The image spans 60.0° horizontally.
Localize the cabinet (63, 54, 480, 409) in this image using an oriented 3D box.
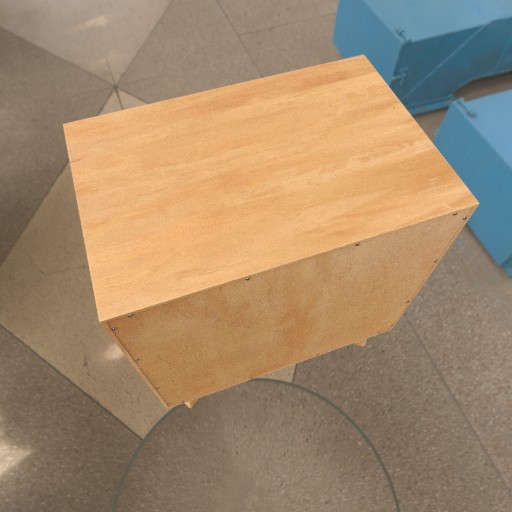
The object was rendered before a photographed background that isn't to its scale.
[{"bbox_3d":[0.000,0.000,0.949,0.551,0.599,0.394,-17,60,-10],"label":"cabinet"}]
